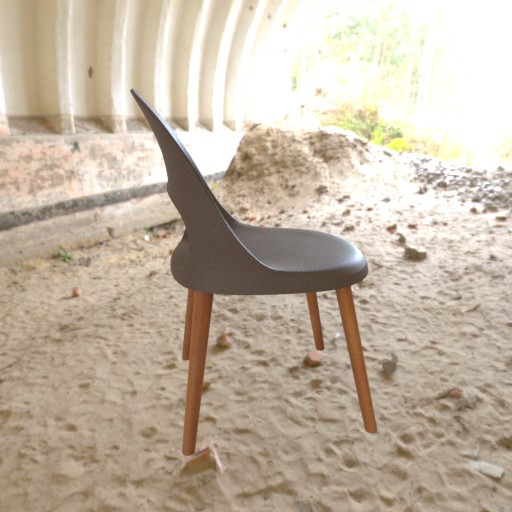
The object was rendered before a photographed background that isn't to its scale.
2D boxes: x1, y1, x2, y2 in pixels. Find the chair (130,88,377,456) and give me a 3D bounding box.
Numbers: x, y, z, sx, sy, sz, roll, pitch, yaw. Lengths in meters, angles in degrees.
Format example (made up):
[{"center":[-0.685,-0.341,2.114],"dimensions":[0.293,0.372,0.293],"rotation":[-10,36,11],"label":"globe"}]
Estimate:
[{"center":[0.000,0.000,1.136],"dimensions":[0.556,0.794,0.470],"rotation":[-3,16,-9],"label":"chair"}]
